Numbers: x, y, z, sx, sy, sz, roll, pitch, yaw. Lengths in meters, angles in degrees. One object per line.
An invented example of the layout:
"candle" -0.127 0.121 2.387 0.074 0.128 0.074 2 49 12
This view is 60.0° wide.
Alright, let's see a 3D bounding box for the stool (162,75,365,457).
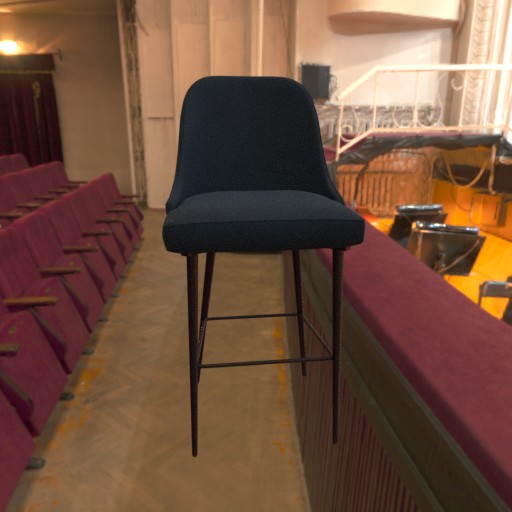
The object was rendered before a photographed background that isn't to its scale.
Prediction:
"stool" 0.000 0.000 1.366 0.527 1.079 0.489 -2 17 -7
